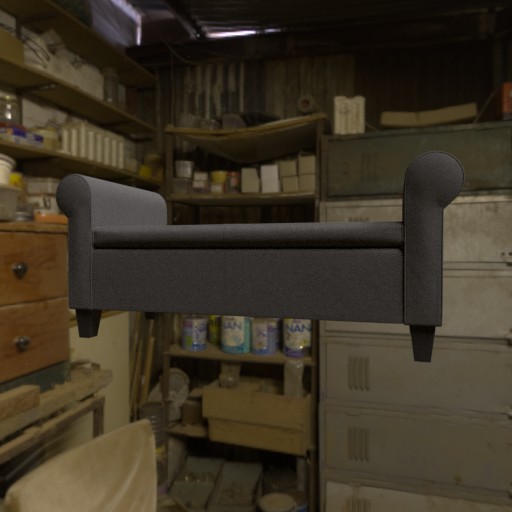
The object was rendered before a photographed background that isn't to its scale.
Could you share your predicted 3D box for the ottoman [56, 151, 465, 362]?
[{"bbox_3d":[0.000,0.000,1.538,1.256,0.547,0.521,0,1,18],"label":"ottoman"}]
